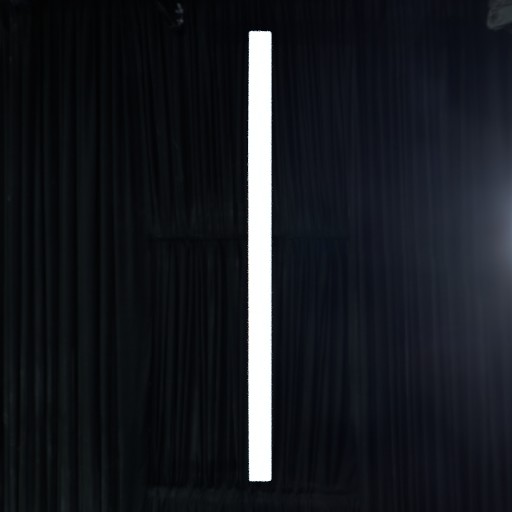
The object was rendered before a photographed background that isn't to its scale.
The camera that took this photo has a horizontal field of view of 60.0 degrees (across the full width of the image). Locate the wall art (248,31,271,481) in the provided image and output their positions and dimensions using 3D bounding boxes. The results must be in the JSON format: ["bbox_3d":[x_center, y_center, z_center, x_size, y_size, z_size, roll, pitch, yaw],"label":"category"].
[{"bbox_3d":[0.000,0.000,1.497,0.049,1.009,1.009,0,0,-1],"label":"wall art"}]
